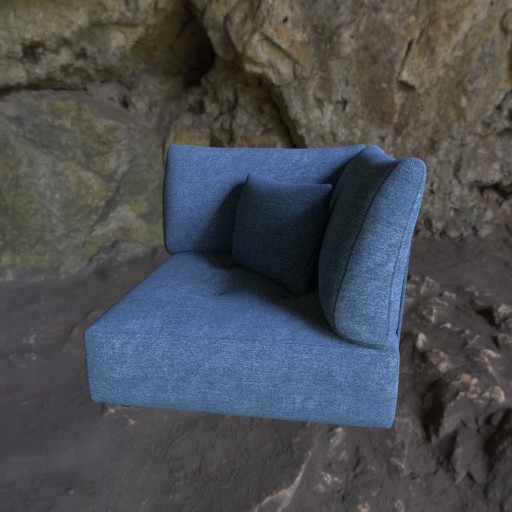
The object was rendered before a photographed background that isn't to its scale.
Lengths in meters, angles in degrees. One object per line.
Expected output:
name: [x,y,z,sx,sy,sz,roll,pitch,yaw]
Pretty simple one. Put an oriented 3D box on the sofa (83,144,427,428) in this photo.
sofa: [0.000,0.000,1.724,1.000,0.820,1.000,2,16,8]
